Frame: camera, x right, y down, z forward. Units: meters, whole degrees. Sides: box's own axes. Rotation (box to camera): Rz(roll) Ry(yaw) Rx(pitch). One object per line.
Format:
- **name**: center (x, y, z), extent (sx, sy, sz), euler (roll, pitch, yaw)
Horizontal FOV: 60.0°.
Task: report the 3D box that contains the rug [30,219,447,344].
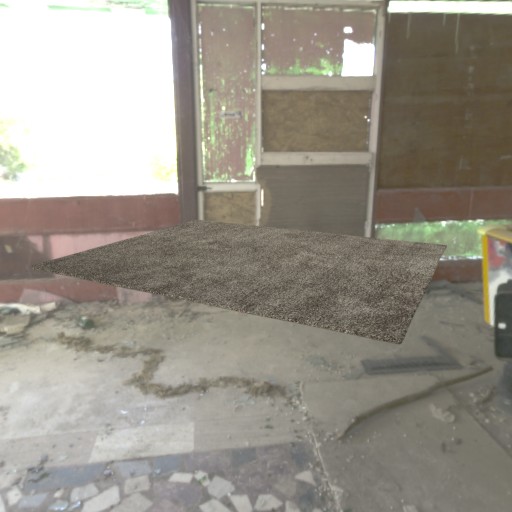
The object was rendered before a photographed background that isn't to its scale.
- **rug**: center (0.000, 0.000, 4.030), extent (3.000, 0.025, 2.401), euler (8, 17, 27)
